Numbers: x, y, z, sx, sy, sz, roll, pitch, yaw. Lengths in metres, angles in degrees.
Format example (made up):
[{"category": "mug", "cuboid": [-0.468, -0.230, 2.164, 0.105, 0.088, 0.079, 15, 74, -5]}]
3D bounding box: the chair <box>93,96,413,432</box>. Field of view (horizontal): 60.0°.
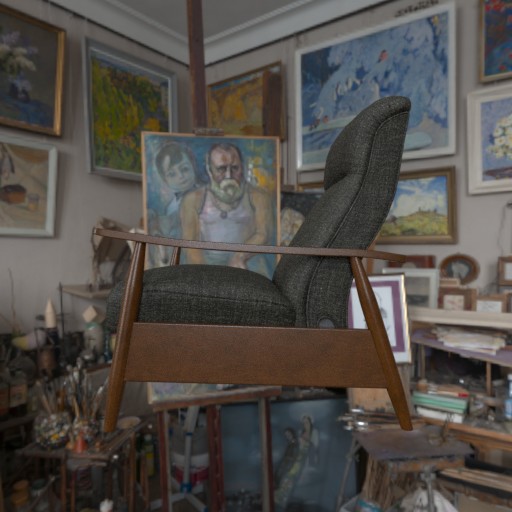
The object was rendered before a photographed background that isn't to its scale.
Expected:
[{"category": "chair", "cuboid": [0.000, 0.000, 1.735, 1.014, 1.082, 0.762, 0, 0, -1]}]
